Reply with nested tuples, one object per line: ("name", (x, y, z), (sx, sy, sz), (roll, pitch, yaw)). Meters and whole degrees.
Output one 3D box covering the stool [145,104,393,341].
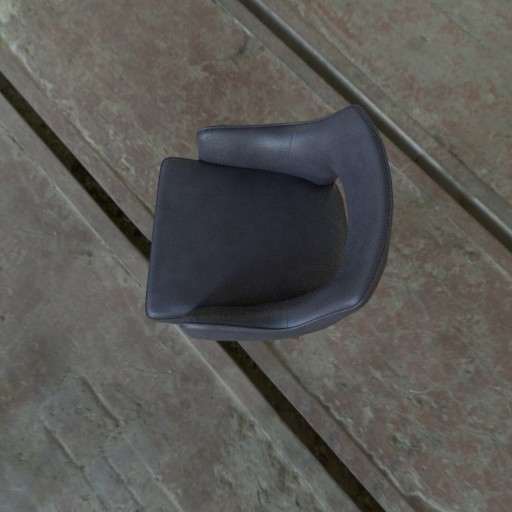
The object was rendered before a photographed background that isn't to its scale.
("stool", (0.000, 0.000, 1.373), (0.560, 1.041, 0.550), (3, 75, 1))
